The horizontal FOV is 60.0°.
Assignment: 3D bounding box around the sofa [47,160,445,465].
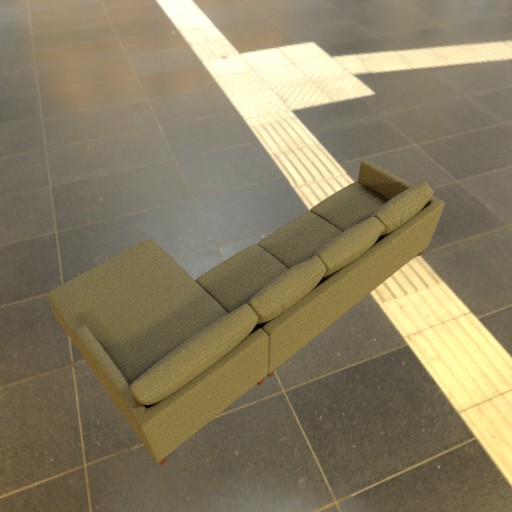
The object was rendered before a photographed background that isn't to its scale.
[{"bbox_3d":[0.000,0.000,3.905,3.186,0.861,1.625,-32,54,-27],"label":"sofa"}]
